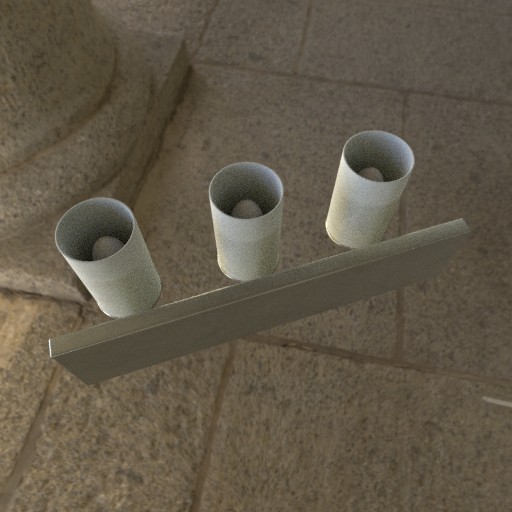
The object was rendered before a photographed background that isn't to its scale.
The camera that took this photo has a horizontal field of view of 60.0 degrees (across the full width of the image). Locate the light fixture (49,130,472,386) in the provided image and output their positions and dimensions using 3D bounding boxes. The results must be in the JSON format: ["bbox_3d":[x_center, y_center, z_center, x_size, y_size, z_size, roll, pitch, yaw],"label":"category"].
[{"bbox_3d":[0.000,0.000,0.526,0.451,0.172,0.145,-16,61,-9],"label":"light fixture"}]
